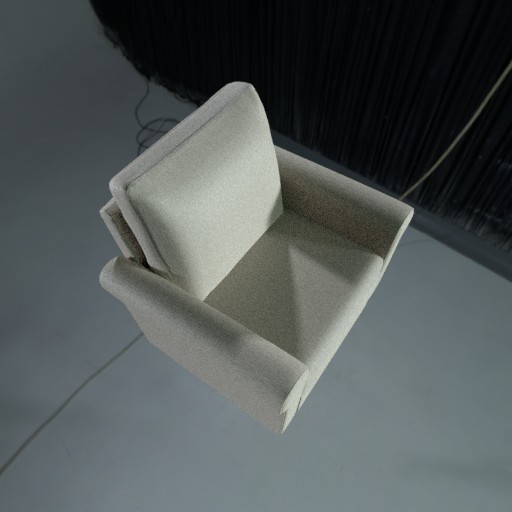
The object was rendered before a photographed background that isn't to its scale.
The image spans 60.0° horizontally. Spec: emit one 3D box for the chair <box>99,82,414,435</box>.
[{"bbox_3d":[0.000,0.000,2.357,1.180,1.349,1.275,30,61,19],"label":"chair"}]
